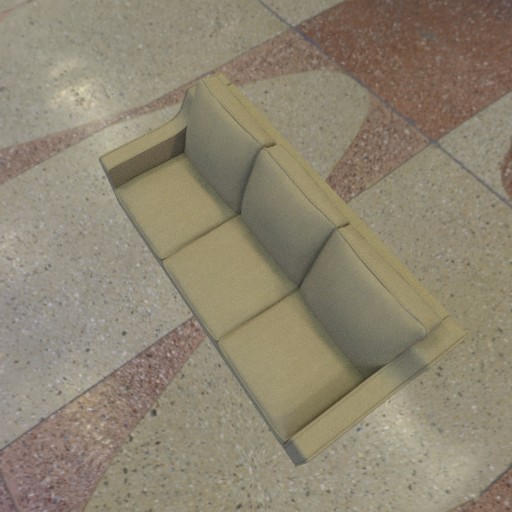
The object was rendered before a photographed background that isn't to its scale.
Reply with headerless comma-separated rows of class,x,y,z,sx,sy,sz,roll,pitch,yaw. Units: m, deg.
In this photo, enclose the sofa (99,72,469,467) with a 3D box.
sofa,0.000,0.000,2.486,0.911,0.974,1.986,-32,68,-15
